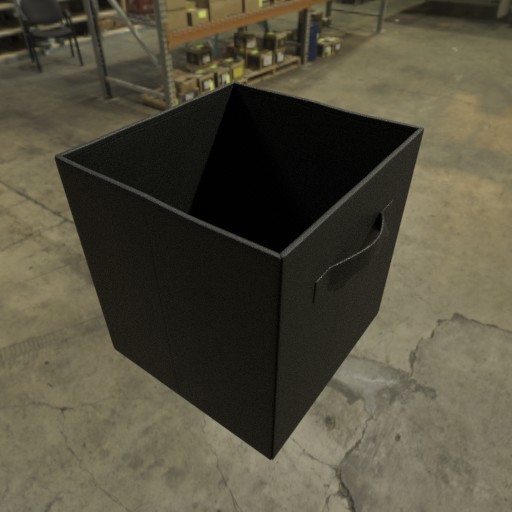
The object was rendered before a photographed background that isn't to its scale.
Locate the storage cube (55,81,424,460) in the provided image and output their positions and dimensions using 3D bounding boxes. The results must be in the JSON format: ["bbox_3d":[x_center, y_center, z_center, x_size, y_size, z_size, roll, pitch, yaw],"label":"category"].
[{"bbox_3d":[0.000,0.000,0.514,0.270,0.280,0.270,25,45,27],"label":"storage cube"}]
